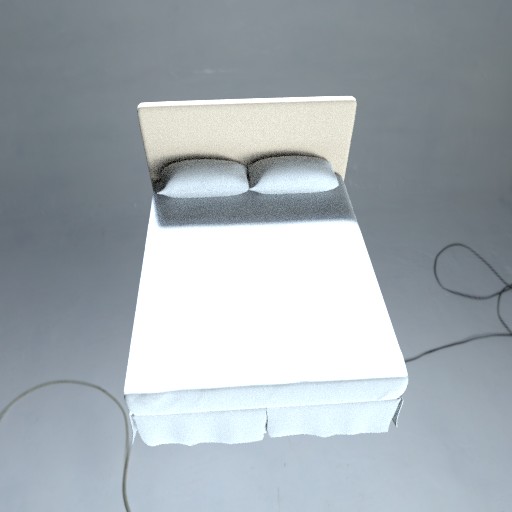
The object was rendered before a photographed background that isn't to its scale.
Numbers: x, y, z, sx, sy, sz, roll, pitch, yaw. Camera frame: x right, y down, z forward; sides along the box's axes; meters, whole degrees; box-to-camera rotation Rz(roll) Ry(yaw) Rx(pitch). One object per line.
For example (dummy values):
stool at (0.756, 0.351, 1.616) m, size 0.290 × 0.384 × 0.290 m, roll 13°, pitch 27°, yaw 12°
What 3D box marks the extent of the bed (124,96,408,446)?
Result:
bed at (0.000, 0.000, 3.155) m, size 1.748 × 1.330 × 2.142 m, roll -3°, pitch 46°, yaw -3°
